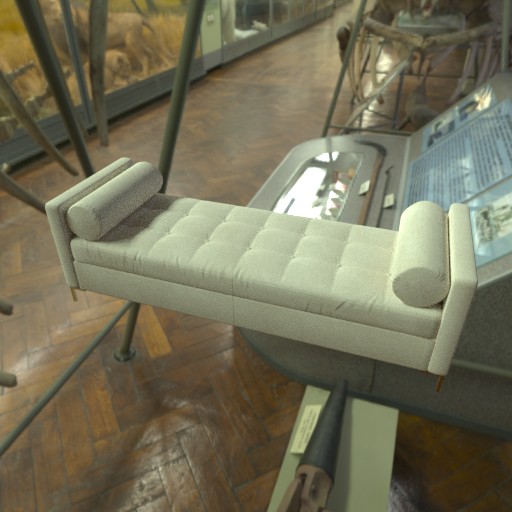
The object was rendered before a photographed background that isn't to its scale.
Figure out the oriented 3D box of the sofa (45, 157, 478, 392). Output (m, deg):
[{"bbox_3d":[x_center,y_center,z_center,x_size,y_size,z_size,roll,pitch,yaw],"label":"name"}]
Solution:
[{"bbox_3d":[0.000,0.000,2.338,1.981,0.635,0.686,11,35,16],"label":"sofa"}]
